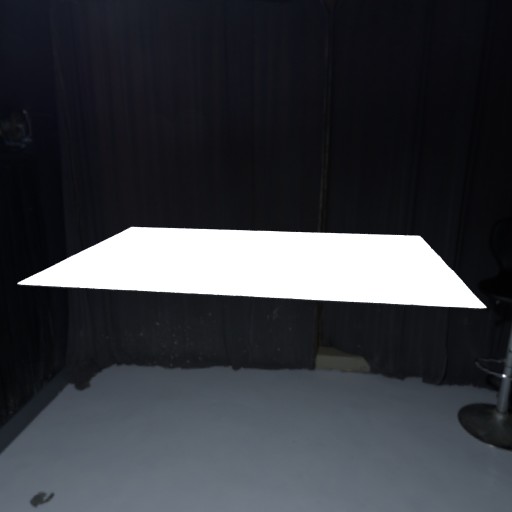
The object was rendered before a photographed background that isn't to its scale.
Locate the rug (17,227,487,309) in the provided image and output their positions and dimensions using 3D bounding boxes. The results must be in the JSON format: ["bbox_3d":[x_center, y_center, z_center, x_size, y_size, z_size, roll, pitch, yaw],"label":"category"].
[{"bbox_3d":[0.000,0.000,2.992,2.442,0.010,1.546,2,16,8],"label":"rug"}]
